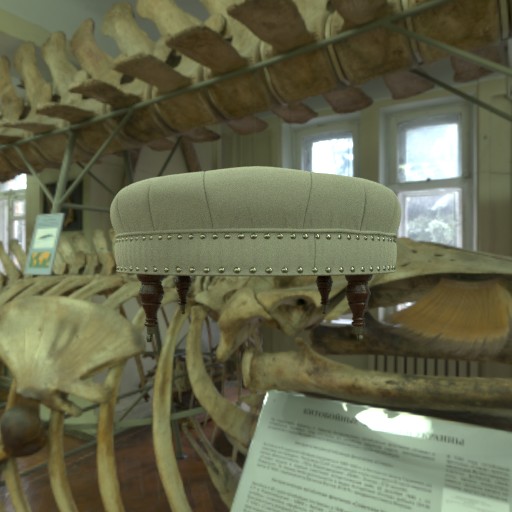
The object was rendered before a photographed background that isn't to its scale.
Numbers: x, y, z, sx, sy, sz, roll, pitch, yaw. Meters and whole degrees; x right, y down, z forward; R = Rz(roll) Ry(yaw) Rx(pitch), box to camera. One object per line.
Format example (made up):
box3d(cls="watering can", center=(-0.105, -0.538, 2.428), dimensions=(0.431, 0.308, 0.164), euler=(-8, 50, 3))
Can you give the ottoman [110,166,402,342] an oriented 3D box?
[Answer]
box3d(cls="ottoman", center=(0.000, 0.000, 1.408), dimensions=(0.901, 0.439, 0.901), euler=(0, 0, 0))
